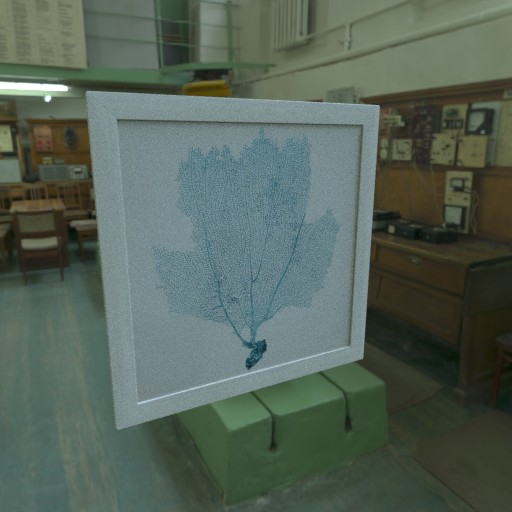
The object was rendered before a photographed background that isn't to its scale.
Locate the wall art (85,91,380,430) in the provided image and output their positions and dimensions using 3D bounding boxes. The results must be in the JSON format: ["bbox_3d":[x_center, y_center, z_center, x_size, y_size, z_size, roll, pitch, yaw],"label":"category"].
[{"bbox_3d":[0.000,0.000,0.875,0.584,0.584,0.013,-8,16,-27],"label":"wall art"}]
